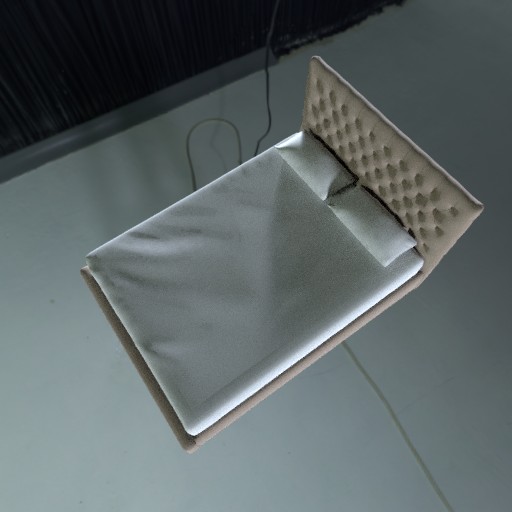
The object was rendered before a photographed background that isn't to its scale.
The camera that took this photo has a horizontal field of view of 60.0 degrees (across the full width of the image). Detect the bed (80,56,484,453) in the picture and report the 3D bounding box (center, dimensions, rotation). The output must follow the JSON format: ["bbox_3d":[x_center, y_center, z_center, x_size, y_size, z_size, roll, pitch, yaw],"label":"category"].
[{"bbox_3d":[0.000,0.000,3.396,2.387,1.427,1.698,-33,68,-15],"label":"bed"}]
